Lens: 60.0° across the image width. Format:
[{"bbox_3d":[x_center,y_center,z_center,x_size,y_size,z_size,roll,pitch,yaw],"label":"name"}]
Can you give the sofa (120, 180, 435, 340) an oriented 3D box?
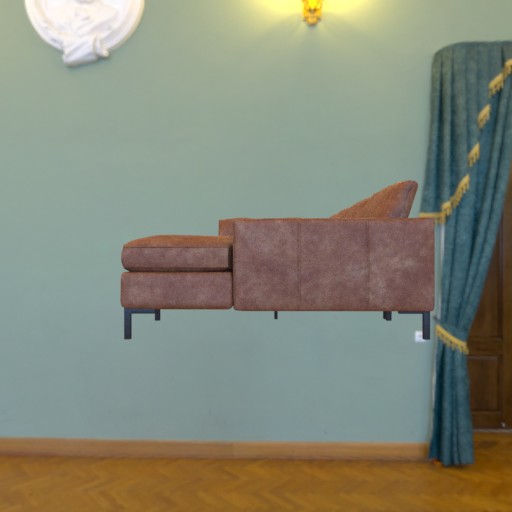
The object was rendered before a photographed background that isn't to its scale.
[{"bbox_3d":[0.000,0.000,3.832,1.939,0.900,2.956,0,0,0],"label":"sofa"}]
